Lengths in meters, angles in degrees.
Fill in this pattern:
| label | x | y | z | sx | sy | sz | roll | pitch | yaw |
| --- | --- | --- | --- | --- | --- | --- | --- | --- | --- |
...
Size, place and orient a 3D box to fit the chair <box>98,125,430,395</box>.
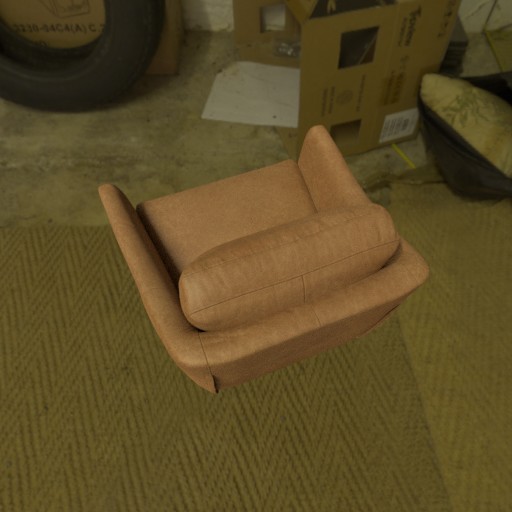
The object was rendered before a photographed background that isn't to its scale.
| label | x | y | z | sx | sy | sz | roll | pitch | yaw |
| --- | --- | --- | --- | --- | --- | --- | --- | --- | --- |
| chair | 0.000 | 0.000 | 1.730 | 0.988 | 0.895 | 0.963 | -18 | 59 | -12 |
